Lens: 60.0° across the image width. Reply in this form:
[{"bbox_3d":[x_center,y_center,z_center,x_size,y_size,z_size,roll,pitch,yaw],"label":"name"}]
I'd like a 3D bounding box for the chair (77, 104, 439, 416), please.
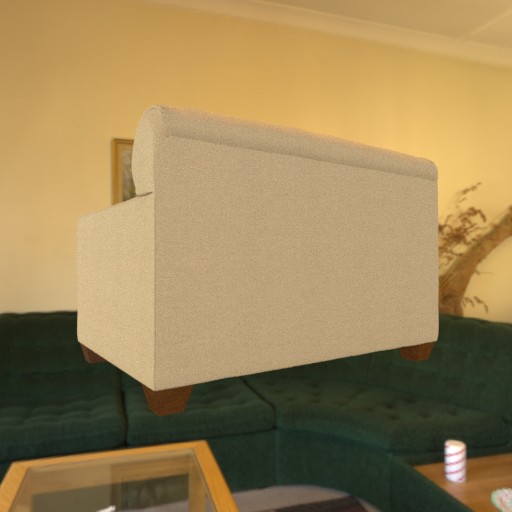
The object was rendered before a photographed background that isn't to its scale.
[{"bbox_3d":[0.000,0.000,2.035,1.383,0.948,1.000,0,0,-34],"label":"chair"}]
